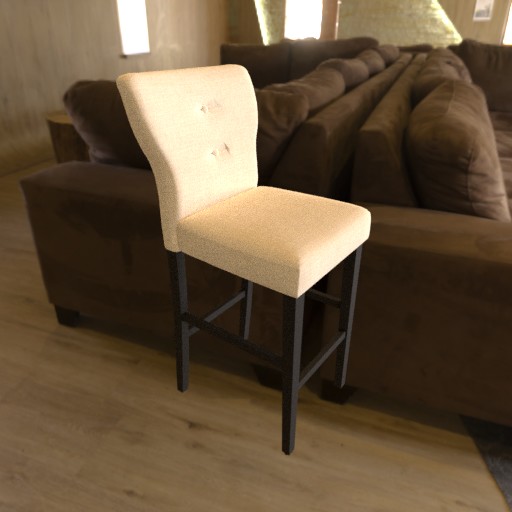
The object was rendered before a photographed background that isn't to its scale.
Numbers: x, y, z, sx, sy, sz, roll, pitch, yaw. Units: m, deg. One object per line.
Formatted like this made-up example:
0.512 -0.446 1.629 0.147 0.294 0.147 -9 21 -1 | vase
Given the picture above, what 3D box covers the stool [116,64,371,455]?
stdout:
0.000 0.000 1.464 0.603 1.124 0.516 19 33 32 | stool
